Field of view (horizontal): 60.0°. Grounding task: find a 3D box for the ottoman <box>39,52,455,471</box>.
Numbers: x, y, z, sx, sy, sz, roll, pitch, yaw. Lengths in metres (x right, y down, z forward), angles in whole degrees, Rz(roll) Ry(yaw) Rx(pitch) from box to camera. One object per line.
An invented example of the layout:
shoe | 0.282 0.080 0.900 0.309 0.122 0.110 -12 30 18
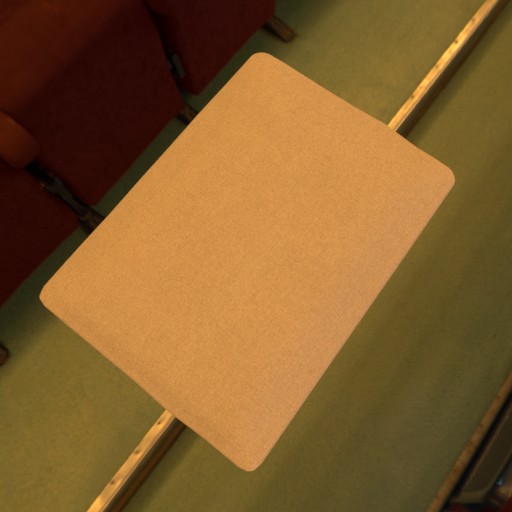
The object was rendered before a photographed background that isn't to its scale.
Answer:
ottoman | 0.000 0.000 1.220 0.617 0.503 0.846 36 77 9
